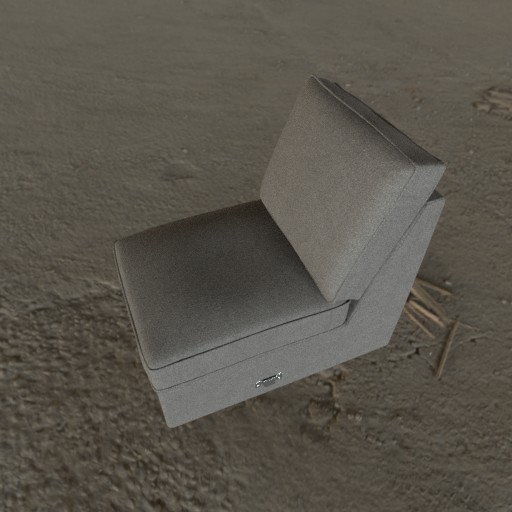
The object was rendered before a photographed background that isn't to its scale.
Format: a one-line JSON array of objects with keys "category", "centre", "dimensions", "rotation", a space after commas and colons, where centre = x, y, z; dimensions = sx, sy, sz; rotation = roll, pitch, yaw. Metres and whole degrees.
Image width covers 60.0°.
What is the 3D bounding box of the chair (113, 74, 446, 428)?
[{"category": "chair", "centre": [0.000, 0.000, 1.564], "dimensions": [0.938, 0.970, 0.621], "rotation": [-17, 48, -16]}]
